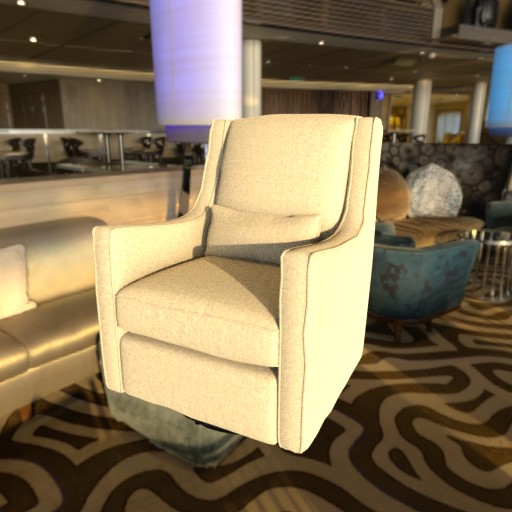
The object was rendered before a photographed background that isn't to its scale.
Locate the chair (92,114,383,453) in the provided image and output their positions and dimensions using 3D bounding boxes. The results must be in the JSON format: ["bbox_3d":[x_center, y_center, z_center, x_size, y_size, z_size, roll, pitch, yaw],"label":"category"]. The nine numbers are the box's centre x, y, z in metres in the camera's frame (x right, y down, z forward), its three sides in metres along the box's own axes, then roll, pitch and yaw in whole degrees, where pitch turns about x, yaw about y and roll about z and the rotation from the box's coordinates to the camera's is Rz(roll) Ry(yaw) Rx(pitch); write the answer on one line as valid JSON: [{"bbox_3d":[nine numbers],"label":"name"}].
[{"bbox_3d":[0.000,0.000,1.588,0.732,0.993,0.879,8,17,26],"label":"chair"}]
